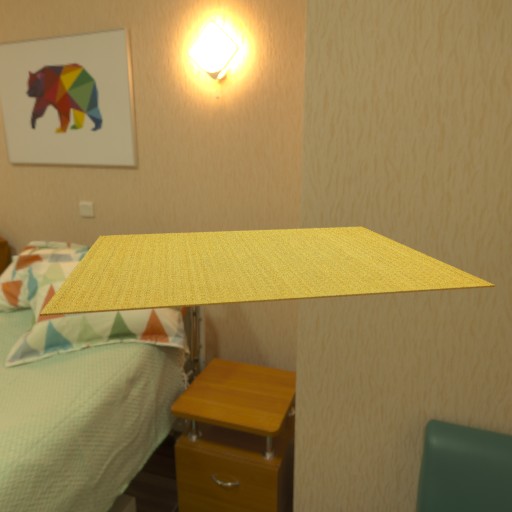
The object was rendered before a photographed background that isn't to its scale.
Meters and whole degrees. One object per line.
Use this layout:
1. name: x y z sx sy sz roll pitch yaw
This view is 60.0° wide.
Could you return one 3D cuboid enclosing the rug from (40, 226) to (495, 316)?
1. rug: 0.000 0.000 4.272 3.242 0.015 2.486 -3 14 -10
